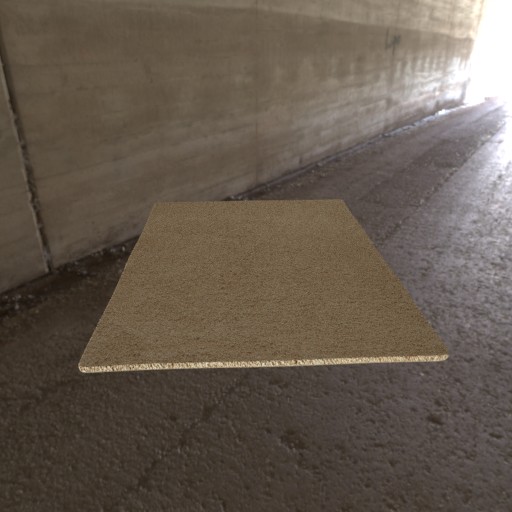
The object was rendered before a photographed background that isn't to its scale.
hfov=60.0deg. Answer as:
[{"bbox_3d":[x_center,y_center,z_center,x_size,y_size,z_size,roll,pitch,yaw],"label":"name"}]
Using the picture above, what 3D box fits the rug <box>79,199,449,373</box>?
[{"bbox_3d":[0.000,0.000,2.132,1.199,0.025,1.600,-1,26,-3],"label":"rug"}]
